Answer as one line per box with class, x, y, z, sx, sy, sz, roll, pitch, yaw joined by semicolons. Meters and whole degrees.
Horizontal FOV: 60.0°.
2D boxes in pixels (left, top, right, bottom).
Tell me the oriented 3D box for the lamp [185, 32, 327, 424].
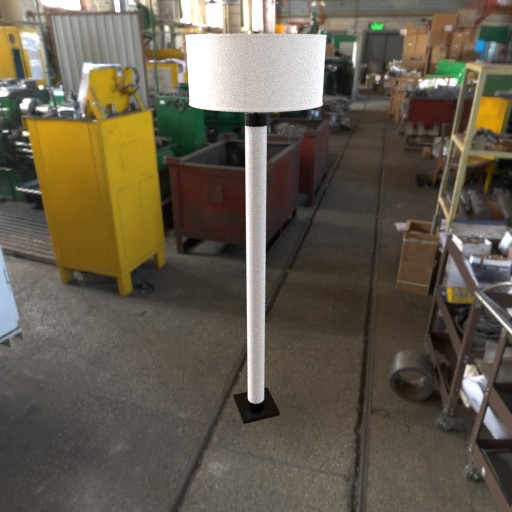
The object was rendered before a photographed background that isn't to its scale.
lamp;0.000;0.000;1.636;0.420;1.475;0.420;-8;27;-16
